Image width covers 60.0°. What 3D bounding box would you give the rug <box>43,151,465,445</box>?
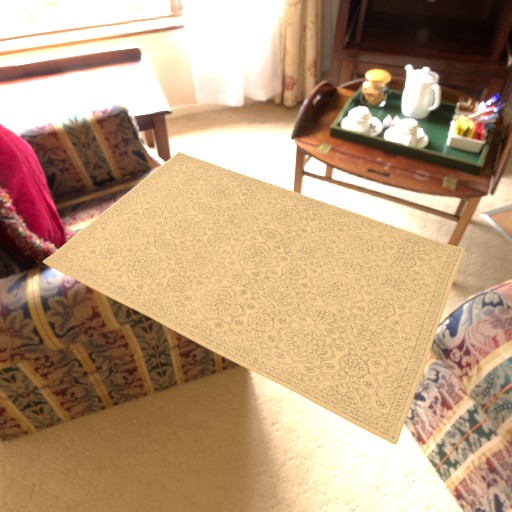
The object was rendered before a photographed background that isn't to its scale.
[{"bbox_3d":[0.000,0.000,2.998,2.434,0.023,1.518,23,51,20],"label":"rug"}]
